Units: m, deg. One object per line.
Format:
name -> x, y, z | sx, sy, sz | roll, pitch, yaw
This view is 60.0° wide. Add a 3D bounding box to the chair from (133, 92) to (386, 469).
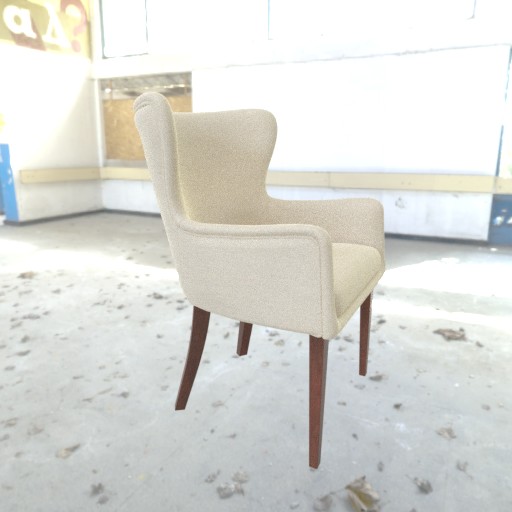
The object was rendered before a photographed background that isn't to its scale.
chair -> 0.000, 0.000, 1.481 | 0.744, 0.990, 0.696 | 7, 16, 26
